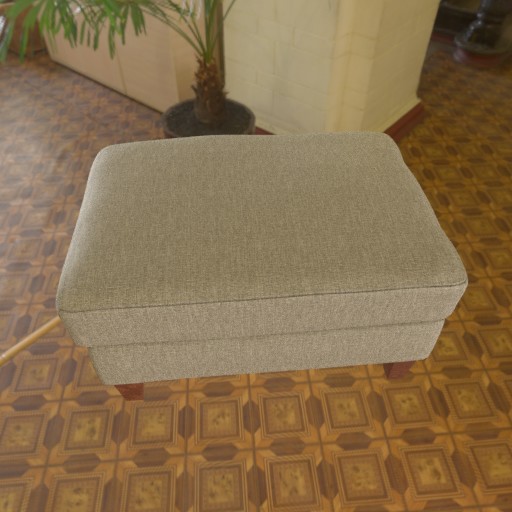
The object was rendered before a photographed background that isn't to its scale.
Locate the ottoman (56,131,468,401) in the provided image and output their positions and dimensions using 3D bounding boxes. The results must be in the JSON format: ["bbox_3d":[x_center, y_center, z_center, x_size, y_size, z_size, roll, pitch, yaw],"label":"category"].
[{"bbox_3d":[0.000,0.000,1.243,0.873,0.494,0.639,-4,46,-4],"label":"ottoman"}]
